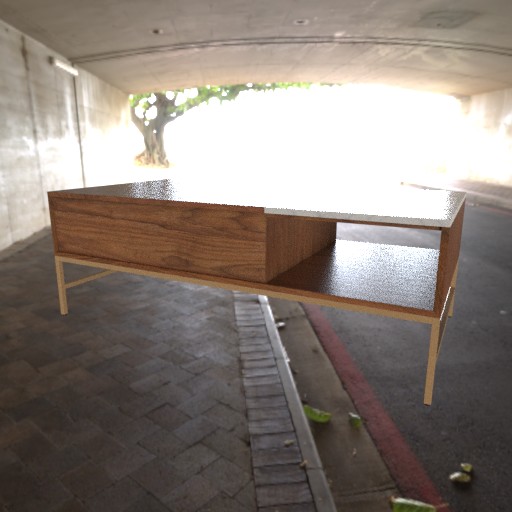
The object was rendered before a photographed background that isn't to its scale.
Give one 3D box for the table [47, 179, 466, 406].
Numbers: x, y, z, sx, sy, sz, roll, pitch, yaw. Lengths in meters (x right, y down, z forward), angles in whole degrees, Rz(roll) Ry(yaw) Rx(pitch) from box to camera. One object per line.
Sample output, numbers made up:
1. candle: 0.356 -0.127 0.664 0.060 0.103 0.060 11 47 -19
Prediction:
1. table: 0.000 0.000 1.909 1.553 0.551 0.789 7 16 27
